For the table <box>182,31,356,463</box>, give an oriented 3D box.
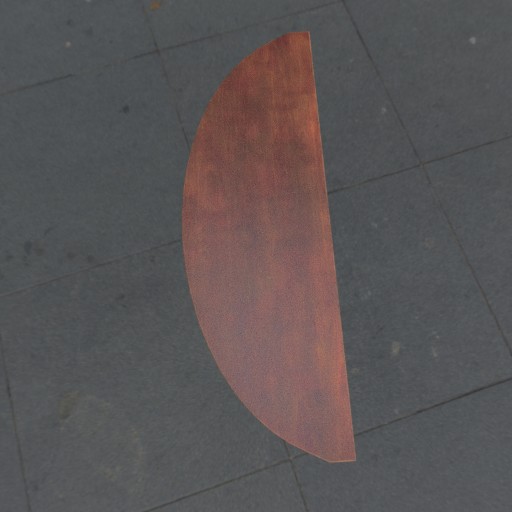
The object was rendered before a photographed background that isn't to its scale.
[{"bbox_3d":[0.000,0.000,1.516,0.394,0.699,1.198,-3,75,-1],"label":"table"}]
